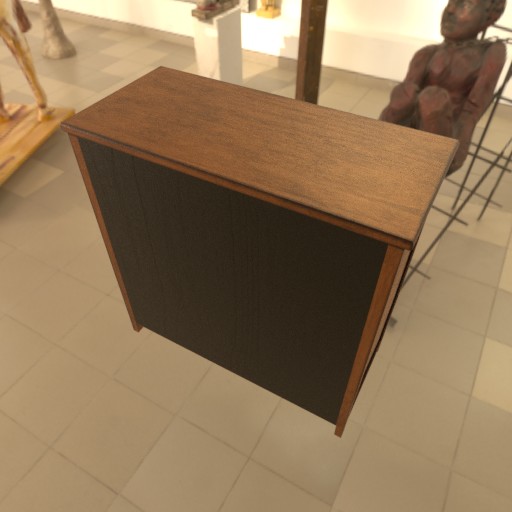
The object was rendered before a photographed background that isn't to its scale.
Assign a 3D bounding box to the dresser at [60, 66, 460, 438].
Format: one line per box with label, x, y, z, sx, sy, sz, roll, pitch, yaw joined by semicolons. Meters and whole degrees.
dresser;0.000;0.000;1.949;1.250;1.224;0.591;22;49;20
